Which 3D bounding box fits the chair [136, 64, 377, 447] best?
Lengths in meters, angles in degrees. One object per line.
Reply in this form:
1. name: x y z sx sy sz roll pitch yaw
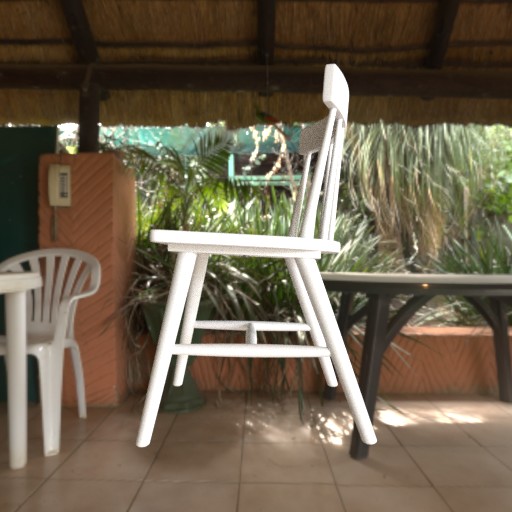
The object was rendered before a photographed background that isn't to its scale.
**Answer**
1. chair: 0.000 0.000 1.138 0.500 0.787 0.483 0 0 -1
